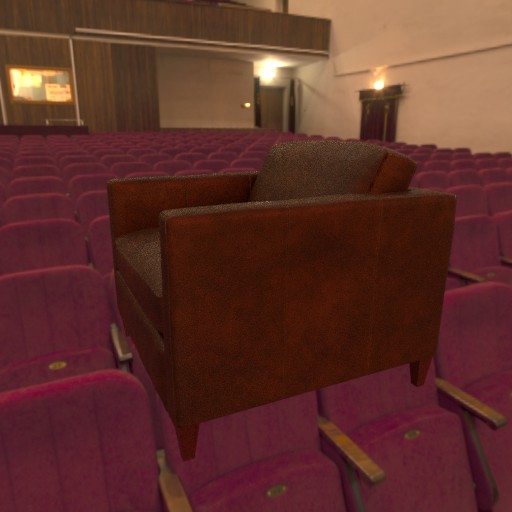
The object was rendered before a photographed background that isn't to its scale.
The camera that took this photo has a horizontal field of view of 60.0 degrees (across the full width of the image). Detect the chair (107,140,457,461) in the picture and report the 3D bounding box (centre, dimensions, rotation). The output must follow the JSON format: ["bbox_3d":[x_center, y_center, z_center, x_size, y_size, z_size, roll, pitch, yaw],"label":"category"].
[{"bbox_3d":[0.000,0.000,1.712,0.975,0.864,0.990,-7,17,-25],"label":"chair"}]
